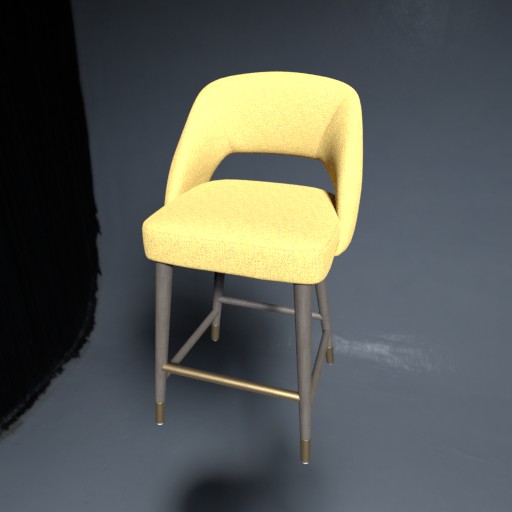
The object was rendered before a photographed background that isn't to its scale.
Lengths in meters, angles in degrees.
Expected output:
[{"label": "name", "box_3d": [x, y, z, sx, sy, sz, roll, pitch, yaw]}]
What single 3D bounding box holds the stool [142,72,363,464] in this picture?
[{"label": "stool", "box_3d": [0.000, 0.000, 1.261, 0.536, 0.939, 0.522, 8, 28, 16]}]
